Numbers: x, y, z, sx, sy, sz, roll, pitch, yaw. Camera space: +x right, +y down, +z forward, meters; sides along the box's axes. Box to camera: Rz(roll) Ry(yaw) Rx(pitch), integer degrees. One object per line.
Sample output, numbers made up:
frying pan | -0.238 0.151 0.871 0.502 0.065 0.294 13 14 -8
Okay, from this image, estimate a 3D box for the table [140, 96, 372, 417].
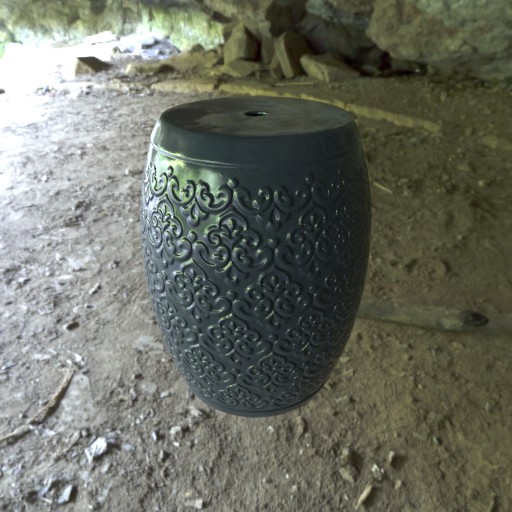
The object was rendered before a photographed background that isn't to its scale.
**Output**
table | 0.000 0.000 0.629 0.309 0.397 0.309 0 29 0
